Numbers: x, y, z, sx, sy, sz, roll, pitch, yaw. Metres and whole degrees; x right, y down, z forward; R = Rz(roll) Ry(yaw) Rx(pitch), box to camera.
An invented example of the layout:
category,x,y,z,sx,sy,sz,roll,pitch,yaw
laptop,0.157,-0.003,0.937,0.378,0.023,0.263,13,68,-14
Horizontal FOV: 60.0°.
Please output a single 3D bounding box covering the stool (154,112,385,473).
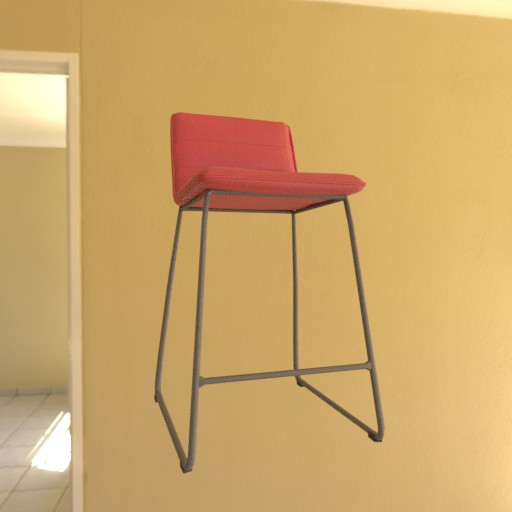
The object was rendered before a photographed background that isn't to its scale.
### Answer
category,x,y,z,sx,sy,sz,roll,pitch,yaw
stool,0.000,0.000,1.180,0.489,0.866,0.524,0,1,-18
